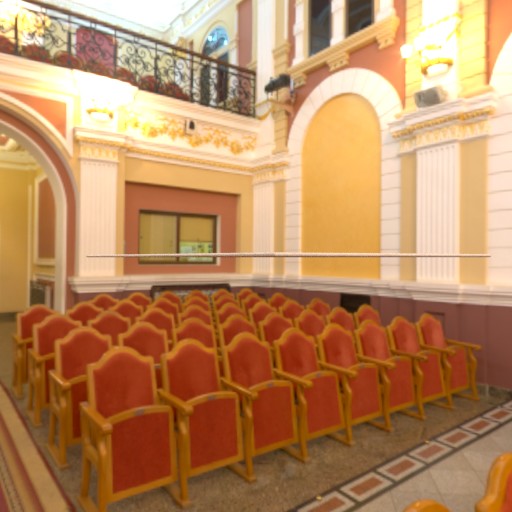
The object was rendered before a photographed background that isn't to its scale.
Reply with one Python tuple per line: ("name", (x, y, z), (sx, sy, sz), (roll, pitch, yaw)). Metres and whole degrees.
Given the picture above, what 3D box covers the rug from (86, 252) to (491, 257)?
("rug", (0.000, 0.000, 2.313), (1.219, 0.013, 1.829), (0, 0, -36))
